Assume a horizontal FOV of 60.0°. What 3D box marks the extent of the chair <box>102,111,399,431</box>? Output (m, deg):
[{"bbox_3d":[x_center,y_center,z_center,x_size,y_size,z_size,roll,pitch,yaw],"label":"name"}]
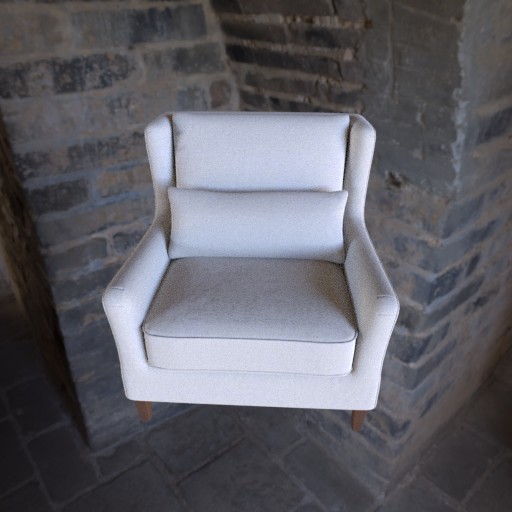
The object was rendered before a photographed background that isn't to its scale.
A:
[{"bbox_3d":[0.000,0.000,1.900,0.982,1.056,1.040,2,30,3],"label":"chair"}]
